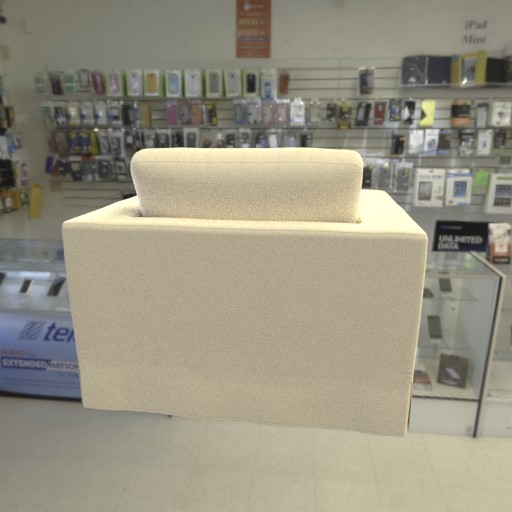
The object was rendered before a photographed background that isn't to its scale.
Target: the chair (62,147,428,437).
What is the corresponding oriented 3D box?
[{"bbox_3d":[0.000,0.000,1.806,1.150,0.878,0.957,2,16,8],"label":"chair"}]
